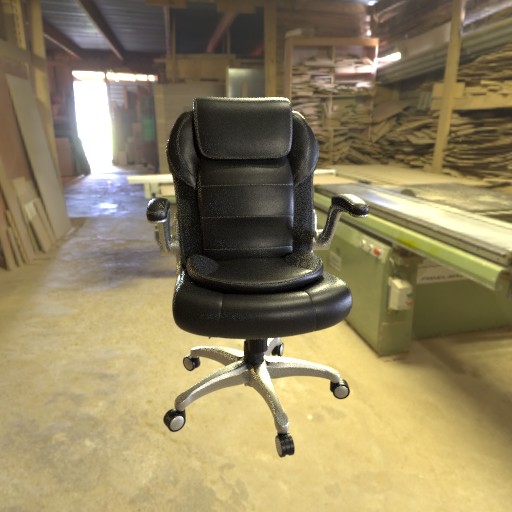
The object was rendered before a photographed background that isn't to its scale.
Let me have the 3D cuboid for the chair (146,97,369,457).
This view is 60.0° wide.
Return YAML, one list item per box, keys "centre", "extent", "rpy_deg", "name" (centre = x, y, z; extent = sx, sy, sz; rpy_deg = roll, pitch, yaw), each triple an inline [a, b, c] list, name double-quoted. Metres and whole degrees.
- centre: [0.000, 0.000, 1.631]
  extent: [0.724, 1.141, 0.801]
  rpy_deg: [-2, 16, -8]
  name: "chair"
